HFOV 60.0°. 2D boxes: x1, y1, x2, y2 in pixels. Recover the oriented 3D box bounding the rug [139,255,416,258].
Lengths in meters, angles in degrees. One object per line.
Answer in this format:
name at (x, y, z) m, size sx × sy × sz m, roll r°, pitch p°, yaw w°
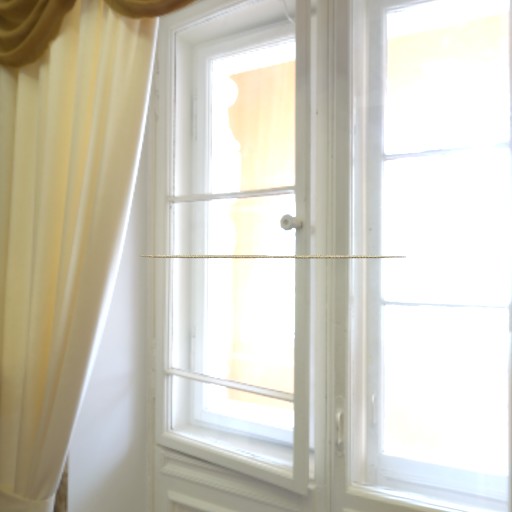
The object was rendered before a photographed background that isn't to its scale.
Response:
rug at (0.000, 0.000, 3.048) m, size 1.520 × 0.006 × 2.432 m, roll 0°, pitch 0°, yaw -18°
